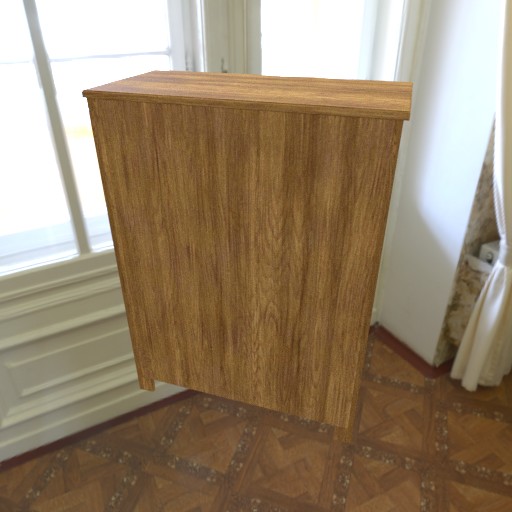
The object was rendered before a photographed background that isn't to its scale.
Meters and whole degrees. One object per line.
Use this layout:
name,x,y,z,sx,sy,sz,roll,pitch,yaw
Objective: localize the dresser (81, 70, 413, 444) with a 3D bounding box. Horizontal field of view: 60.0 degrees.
dresser,0.000,0.000,1.962,1.081,1.431,0.558,9,32,15
